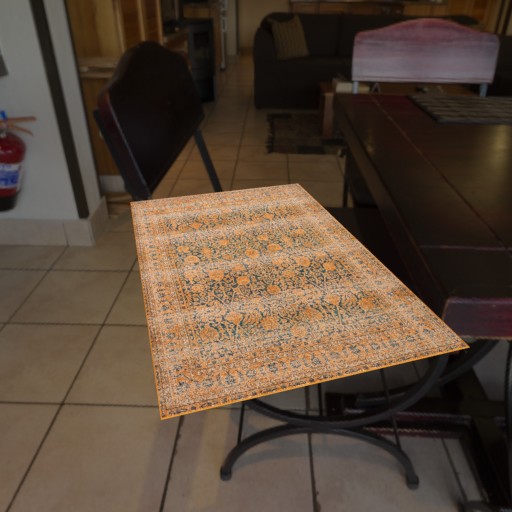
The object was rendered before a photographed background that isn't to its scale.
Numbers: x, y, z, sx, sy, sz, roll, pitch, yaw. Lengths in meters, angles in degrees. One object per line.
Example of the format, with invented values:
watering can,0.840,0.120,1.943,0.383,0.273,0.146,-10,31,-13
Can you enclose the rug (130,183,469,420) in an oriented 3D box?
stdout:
rug,0.000,0.000,2.991,1.525,0.007,2.336,-9,32,-14
